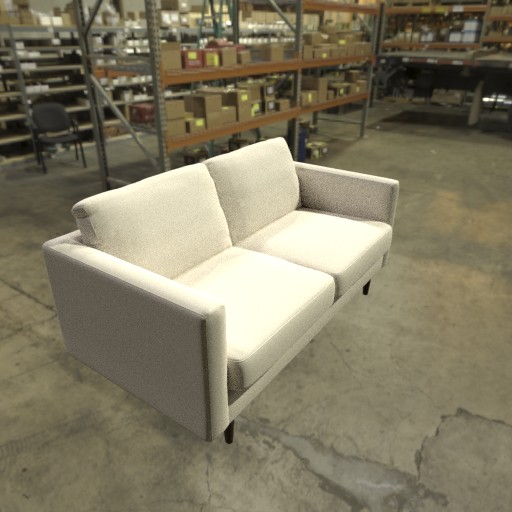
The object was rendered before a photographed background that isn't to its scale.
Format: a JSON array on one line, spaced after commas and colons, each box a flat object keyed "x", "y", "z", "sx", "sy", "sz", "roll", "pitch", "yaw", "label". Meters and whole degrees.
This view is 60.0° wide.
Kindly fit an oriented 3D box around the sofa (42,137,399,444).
[{"x": 0.000, "y": 0.000, "z": 2.268, "sx": 0.940, "sy": 0.893, "sz": 1.713, "roll": 18, "pitch": 32, "yaw": 31, "label": "sofa"}]
